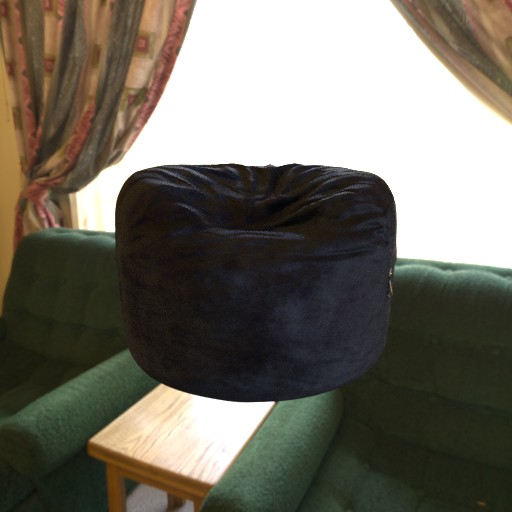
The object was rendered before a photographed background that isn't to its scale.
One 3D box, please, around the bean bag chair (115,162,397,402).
[{"bbox_3d":[0.000,0.000,1.523,0.918,0.616,0.918,0,14,0],"label":"bean bag chair"}]
